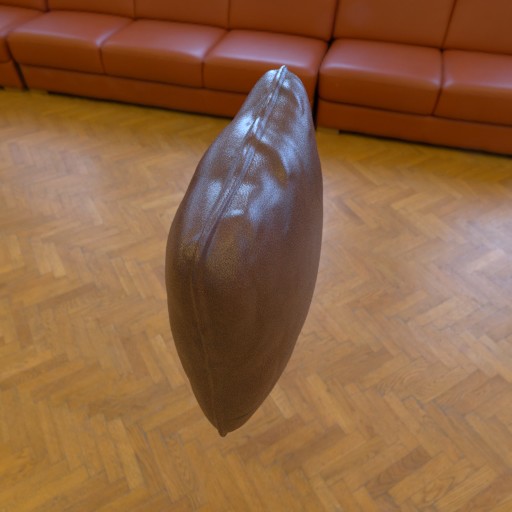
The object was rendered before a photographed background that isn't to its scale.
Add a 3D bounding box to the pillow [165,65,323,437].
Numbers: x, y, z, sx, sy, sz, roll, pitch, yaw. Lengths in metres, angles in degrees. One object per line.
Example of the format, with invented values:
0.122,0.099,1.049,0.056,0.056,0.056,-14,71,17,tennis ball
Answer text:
0.000,0.000,0.829,0.236,0.523,0.532,10,48,9,pillow
